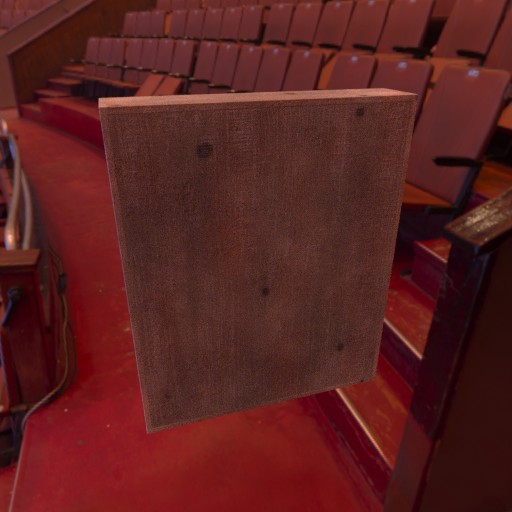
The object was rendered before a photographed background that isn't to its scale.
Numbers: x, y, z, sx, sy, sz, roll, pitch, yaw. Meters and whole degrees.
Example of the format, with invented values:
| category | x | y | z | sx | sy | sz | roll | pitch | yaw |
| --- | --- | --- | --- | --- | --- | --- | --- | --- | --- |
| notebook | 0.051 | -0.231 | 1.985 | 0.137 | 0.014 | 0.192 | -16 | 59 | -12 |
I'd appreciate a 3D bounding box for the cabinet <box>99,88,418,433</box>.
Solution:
| category | x | y | z | sx | sy | sz | roll | pitch | yaw |
| --- | --- | --- | --- | --- | --- | --- | --- | --- | --- |
| cabinet | 0.000 | 0.000 | 0.853 | 0.489 | 0.590 | 0.184 | -8 | 27 | -16 |
